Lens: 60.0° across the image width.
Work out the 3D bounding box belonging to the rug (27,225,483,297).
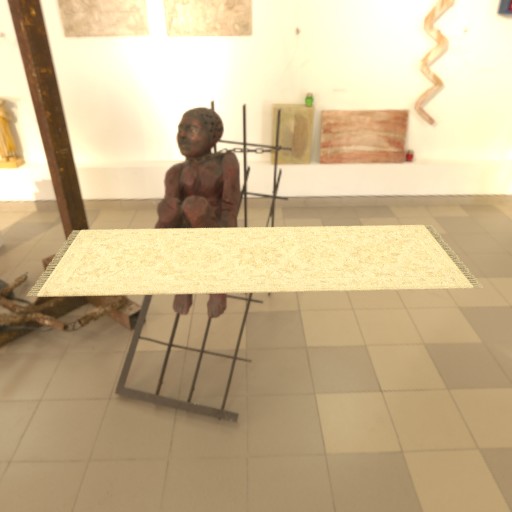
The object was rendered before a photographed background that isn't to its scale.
[{"bbox_3d":[0.000,0.000,2.811,2.544,0.015,0.795,-1,30,-2],"label":"rug"}]
